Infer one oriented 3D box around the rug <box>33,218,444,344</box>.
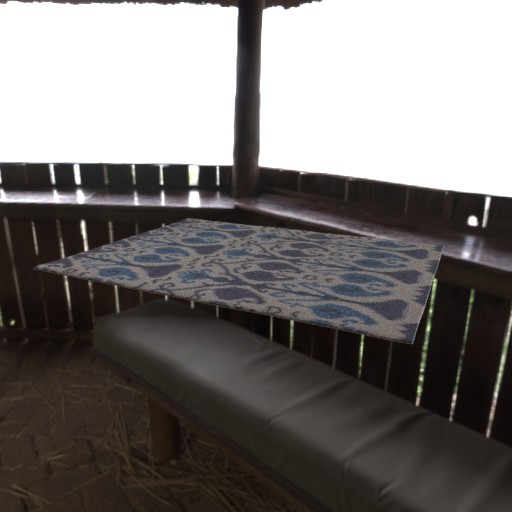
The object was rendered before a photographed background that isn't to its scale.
[{"bbox_3d":[0.000,0.000,4.302,3.228,0.024,2.443,8,18,25],"label":"rug"}]
